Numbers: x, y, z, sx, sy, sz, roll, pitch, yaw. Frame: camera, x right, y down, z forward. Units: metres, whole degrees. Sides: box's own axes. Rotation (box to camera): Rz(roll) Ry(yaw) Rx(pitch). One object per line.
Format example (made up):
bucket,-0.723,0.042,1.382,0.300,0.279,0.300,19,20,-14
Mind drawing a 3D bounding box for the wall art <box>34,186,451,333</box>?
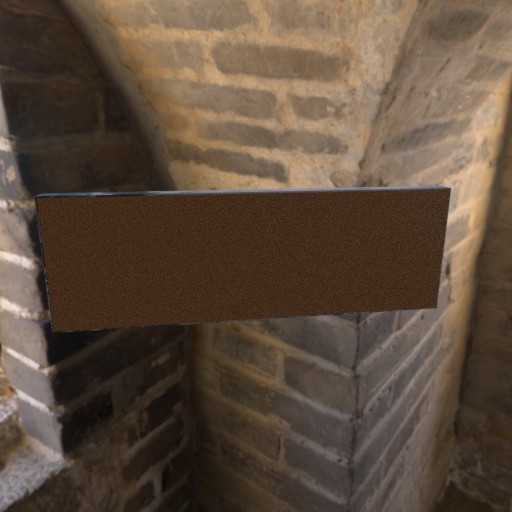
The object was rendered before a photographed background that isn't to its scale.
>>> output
wall art,0.000,0.000,0.851,0.759,0.251,0.037,-2,16,-9
